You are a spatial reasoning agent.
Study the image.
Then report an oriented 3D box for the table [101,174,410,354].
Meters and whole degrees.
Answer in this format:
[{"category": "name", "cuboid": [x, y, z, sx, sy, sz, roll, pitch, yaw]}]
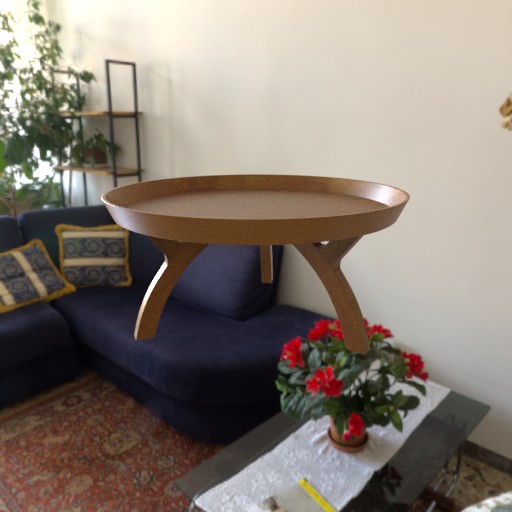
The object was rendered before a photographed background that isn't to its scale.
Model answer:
[{"category": "table", "cuboid": [0.000, 0.000, 1.570, 1.016, 0.470, 1.016, 0, 16, 0]}]
